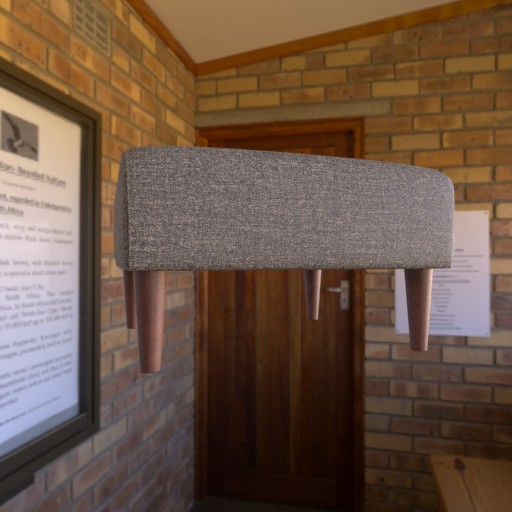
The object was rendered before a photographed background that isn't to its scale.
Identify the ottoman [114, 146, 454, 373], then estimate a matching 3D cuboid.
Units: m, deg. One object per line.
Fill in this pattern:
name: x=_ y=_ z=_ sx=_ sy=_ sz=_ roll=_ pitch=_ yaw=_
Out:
ottoman: x=0.000 y=0.000 z=1.085 sx=0.655 sy=0.399 sz=0.648 roll=0 pitch=-1 yaw=-19
